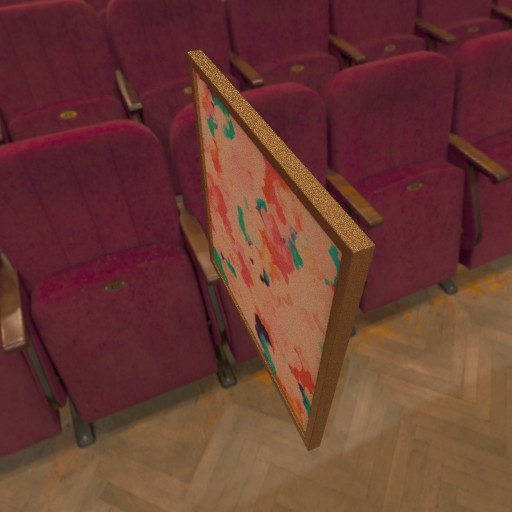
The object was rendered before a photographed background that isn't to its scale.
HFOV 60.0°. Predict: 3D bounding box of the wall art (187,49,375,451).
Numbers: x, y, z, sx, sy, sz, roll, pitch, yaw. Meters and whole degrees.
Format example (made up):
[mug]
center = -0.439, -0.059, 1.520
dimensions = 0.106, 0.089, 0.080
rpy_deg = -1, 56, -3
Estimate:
[wall art]
center = 0.000, 0.000, 1.153
dimensions = 0.036, 0.765, 0.767
rpy_deg = -18, 49, -16
